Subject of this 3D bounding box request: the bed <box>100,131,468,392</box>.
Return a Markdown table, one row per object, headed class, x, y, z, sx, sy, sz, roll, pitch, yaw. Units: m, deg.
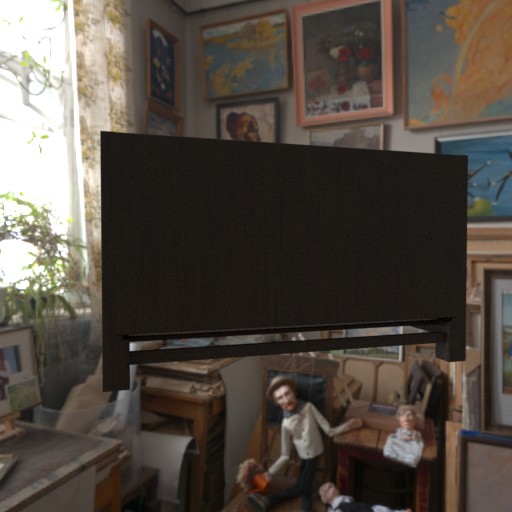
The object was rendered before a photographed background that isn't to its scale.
| class | x | y | z | sx | sy | sz | roll | pitch | yaw |
| --- | --- | --- | --- | --- | --- | --- | --- | --- | --- |
| bed | 0.000 | 0.000 | 3.409 | 2.134 | 1.270 | 2.012 | 0 | 1 | -16 |
